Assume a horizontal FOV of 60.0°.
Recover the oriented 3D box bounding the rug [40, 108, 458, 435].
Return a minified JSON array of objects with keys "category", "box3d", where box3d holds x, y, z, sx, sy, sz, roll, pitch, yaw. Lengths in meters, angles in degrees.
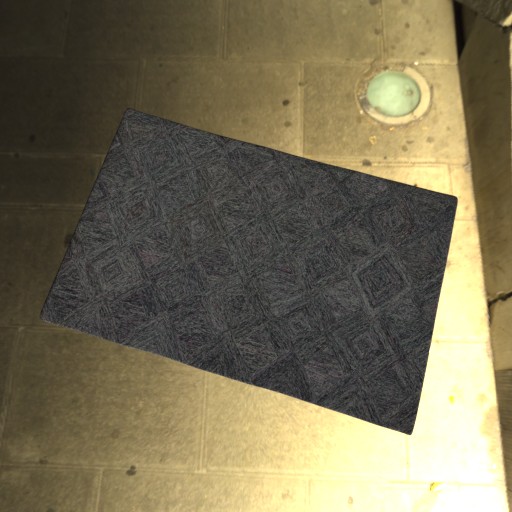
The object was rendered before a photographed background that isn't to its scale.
[{"category":"rug","box3d":[0.000,0.000,2.112,1.752,0.013,1.158,16,76,4]}]
